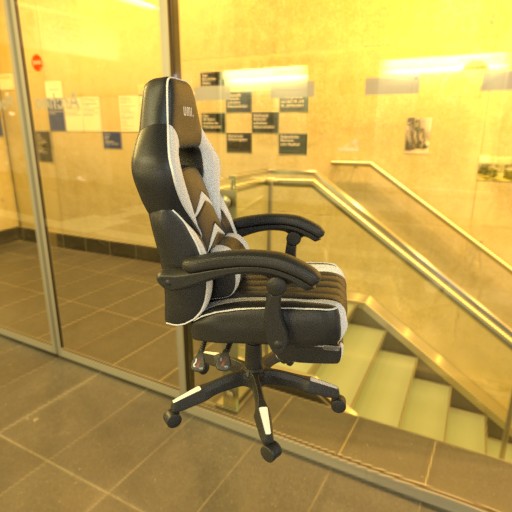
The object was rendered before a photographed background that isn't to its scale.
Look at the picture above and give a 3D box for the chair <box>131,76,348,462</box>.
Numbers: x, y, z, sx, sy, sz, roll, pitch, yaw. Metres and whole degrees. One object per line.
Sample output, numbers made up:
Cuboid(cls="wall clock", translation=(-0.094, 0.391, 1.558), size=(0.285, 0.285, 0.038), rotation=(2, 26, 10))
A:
Cuboid(cls="chair", translation=(0.000, 0.000, 1.596), size=(0.700, 1.200, 0.676), rotation=(3, 16, 9))
